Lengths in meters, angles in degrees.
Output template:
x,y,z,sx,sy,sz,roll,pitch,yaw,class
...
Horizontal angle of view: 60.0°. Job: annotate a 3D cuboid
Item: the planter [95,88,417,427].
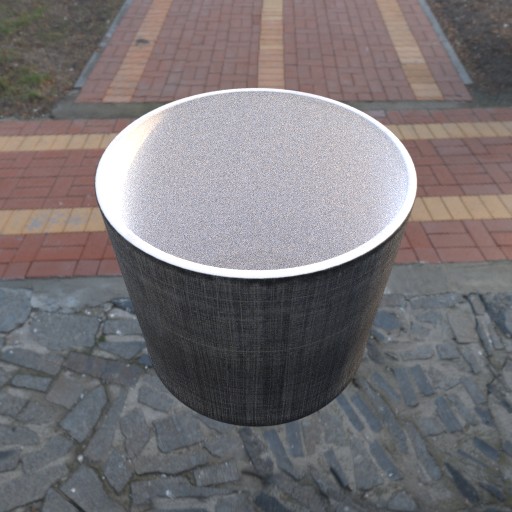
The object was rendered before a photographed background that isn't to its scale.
x,y,z,sx,sy,sz,roll,pitch,yaw,class
0.000,0.000,0.308,0.178,0.157,0.178,0,46,0,planter
